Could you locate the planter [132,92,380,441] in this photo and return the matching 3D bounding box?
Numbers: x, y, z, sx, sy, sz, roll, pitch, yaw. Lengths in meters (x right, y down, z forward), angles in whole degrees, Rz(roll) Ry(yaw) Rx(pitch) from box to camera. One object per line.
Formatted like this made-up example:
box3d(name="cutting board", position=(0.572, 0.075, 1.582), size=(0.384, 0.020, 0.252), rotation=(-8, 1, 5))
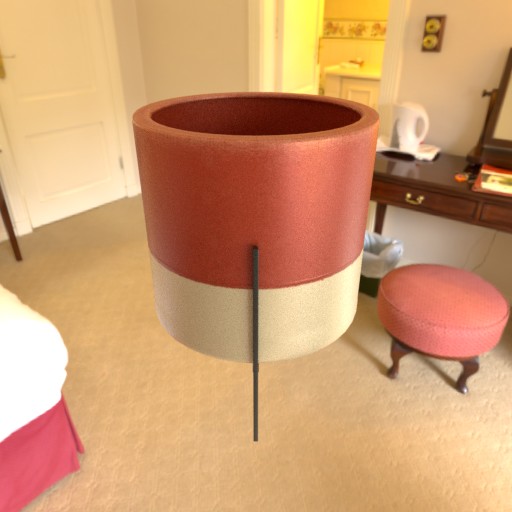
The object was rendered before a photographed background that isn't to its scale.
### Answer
box3d(name="planter", position=(0.000, 0.000, 0.733), size=(0.345, 0.465, 0.354), rotation=(0, 29, 0))
